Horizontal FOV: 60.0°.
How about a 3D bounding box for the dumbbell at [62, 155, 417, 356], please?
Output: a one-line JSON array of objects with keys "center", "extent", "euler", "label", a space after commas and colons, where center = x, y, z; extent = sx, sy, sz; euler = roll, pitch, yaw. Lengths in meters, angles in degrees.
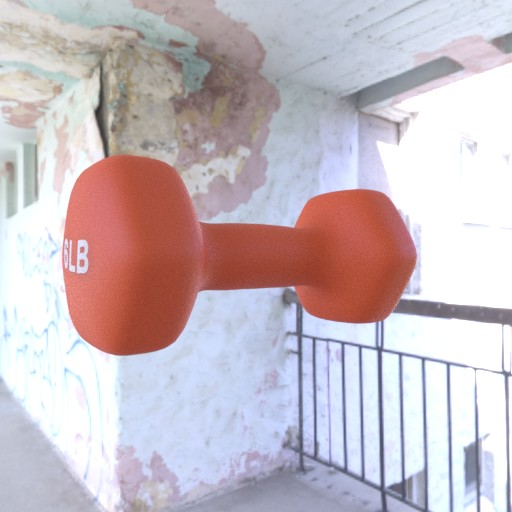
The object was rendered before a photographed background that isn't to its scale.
[{"center": [0.000, 0.000, 0.206], "extent": [0.162, 0.071, 0.079], "euler": [0, 0, -36], "label": "dumbbell"}]
